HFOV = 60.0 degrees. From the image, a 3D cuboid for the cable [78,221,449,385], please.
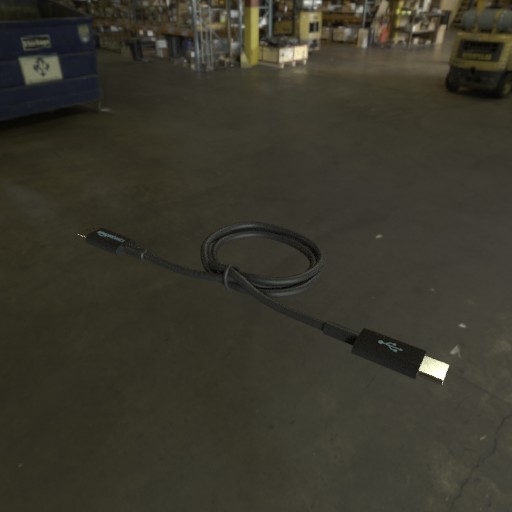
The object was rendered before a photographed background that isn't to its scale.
[{"bbox_3d":[0.000,0.000,0.229,0.203,0.014,0.070,19,36,28],"label":"cable"}]
